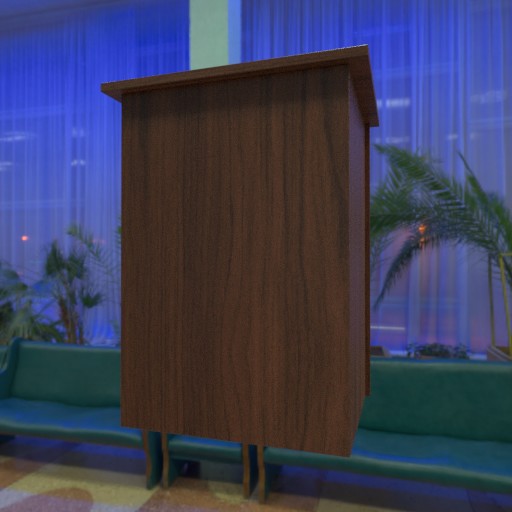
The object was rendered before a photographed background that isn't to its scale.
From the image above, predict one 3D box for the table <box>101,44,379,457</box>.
[{"bbox_3d":[0.000,0.000,0.922,0.480,0.636,0.381,0,-1,18],"label":"table"}]
